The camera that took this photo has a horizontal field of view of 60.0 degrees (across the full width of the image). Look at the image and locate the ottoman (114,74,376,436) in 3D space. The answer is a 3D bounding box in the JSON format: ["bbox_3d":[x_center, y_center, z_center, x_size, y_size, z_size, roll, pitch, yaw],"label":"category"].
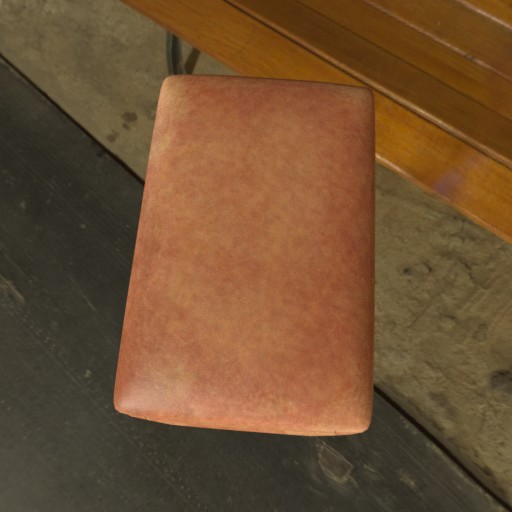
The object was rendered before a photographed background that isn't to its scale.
[{"bbox_3d":[0.000,0.000,1.195,0.565,0.507,0.852,4,75,1],"label":"ottoman"}]
